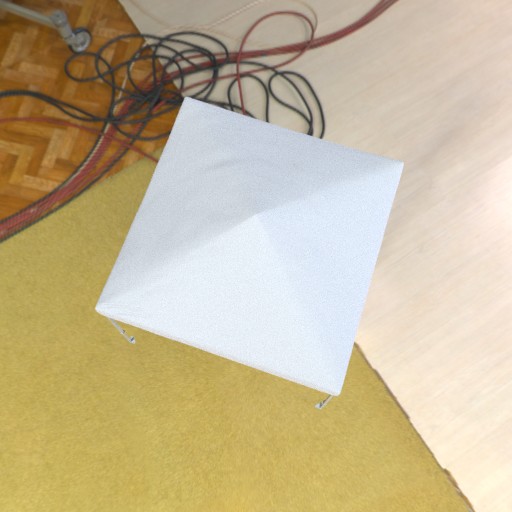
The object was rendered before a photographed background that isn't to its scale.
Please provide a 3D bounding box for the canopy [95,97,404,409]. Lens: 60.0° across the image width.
[{"bbox_3d":[0.000,0.000,5.135,2.850,2.850,2.849,18,76,5],"label":"canopy"}]
